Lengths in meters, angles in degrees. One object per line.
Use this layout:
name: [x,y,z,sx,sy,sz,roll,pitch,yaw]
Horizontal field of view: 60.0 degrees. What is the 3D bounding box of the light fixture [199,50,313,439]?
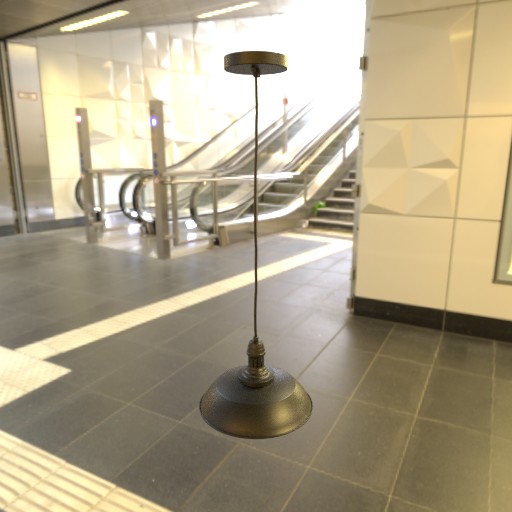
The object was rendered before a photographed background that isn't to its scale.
light fixture: [0.000,0.000,1.195,0.331,0.993,0.331,2,13,8]
